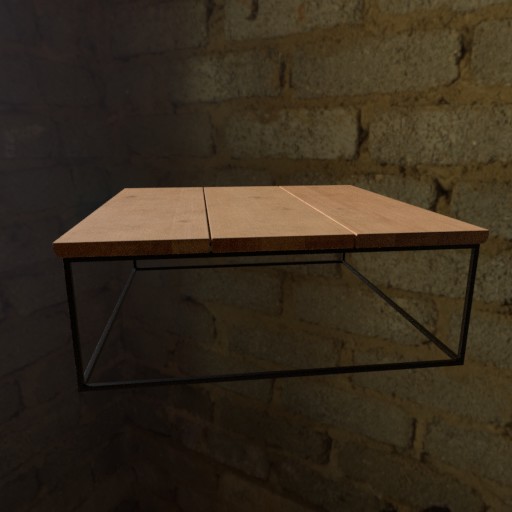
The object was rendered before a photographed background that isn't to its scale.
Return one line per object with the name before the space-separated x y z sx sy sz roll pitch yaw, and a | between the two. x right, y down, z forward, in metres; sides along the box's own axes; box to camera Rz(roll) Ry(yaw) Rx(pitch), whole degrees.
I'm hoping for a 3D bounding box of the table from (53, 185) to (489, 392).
table | 0.000 0.000 1.680 1.100 0.400 1.100 -2 15 -7
